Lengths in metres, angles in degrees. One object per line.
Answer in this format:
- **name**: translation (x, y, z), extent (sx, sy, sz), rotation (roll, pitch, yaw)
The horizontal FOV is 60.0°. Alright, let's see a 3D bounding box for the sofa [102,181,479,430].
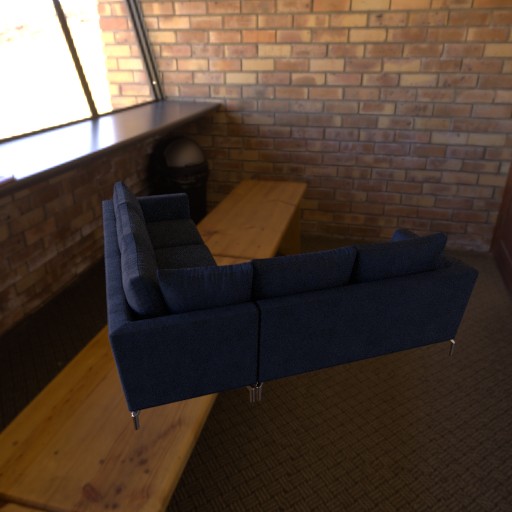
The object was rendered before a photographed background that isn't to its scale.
- **sofa**: translation (0.000, 0.000, 3.885), extent (2.472, 0.988, 2.463), rotation (-8, 26, -16)
